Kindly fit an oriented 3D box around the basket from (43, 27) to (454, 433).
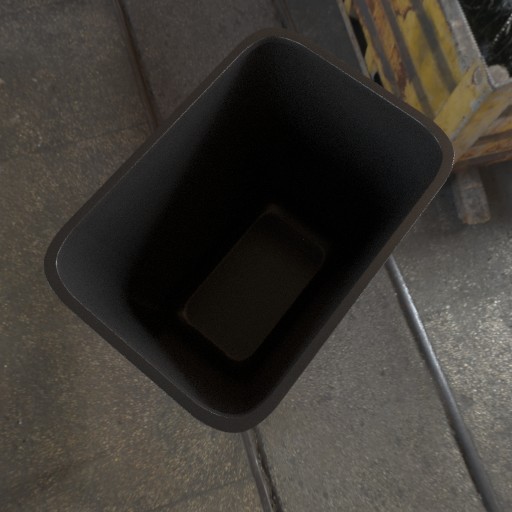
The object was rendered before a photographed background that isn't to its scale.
[{"bbox_3d":[0.000,0.000,0.492,0.211,0.307,0.300,38,78,9],"label":"basket"}]
